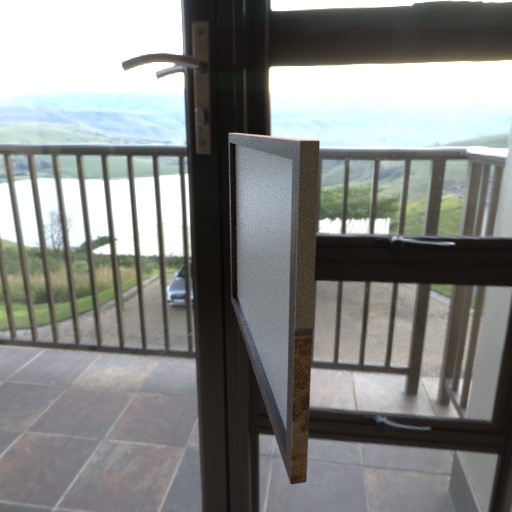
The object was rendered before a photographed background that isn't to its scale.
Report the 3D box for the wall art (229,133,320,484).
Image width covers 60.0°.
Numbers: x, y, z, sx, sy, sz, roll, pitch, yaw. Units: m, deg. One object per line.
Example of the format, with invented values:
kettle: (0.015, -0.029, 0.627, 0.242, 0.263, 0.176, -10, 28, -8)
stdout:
wall art: (0.000, 0.000, 1.934, 0.051, 1.016, 1.520, -3, 16, -10)
